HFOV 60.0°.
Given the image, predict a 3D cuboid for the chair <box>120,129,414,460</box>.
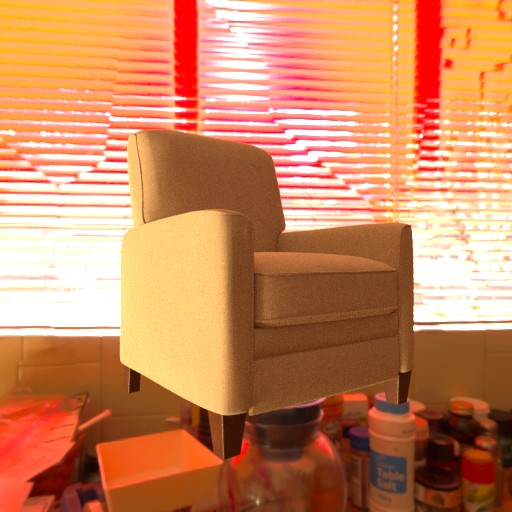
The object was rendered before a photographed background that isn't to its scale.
[{"bbox_3d":[0.000,0.000,1.632,0.845,1.023,0.859,0,0,-36],"label":"chair"}]
